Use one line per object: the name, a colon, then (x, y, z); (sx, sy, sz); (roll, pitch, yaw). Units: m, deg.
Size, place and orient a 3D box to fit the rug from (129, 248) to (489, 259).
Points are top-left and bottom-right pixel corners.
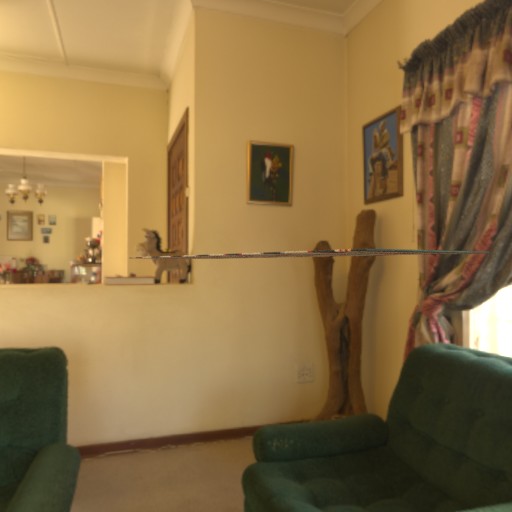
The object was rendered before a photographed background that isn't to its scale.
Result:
rug: (0.000, 0.000, 2.692); (0.760, 0.009, 2.440); (1, -1, -34)
